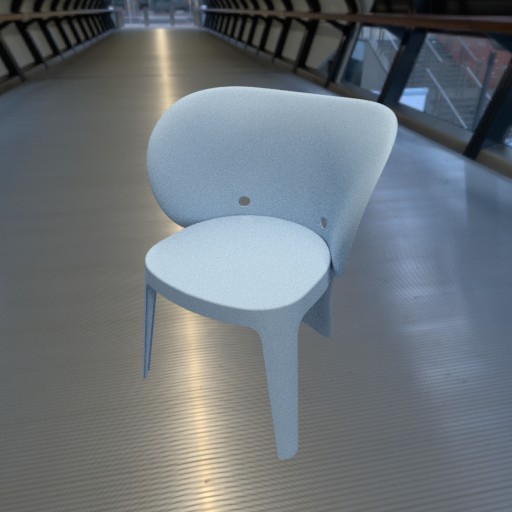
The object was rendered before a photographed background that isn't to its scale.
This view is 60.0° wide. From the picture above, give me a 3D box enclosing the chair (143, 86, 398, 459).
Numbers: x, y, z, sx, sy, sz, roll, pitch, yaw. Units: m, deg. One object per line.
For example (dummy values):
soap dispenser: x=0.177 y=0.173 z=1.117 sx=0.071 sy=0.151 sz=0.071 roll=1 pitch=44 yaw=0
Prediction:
chair: x=0.000 y=0.000 z=0.860 sx=0.451 sy=0.554 sz=0.402 roll=18 pitch=35 yaw=29
